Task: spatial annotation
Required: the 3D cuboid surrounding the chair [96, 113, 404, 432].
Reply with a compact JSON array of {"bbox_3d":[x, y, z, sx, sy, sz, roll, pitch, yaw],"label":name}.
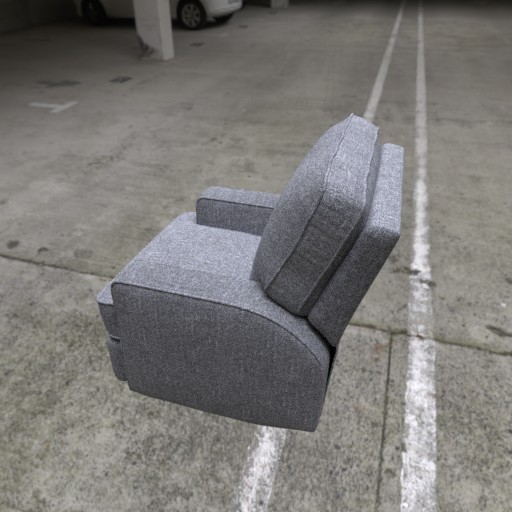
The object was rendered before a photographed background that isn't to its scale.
[{"bbox_3d":[0.000,0.000,1.693,0.964,0.962,0.861,9,32,14],"label":"chair"}]
